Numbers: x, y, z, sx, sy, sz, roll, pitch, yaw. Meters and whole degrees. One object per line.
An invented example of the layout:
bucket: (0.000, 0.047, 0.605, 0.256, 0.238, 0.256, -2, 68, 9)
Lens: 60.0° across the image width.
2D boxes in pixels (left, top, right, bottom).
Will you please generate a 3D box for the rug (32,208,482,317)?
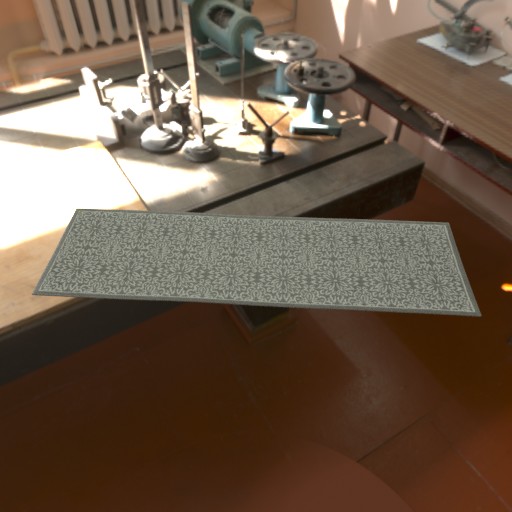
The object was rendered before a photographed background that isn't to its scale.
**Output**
rug: (0.000, 0.000, 2.383, 2.196, 0.011, 0.662, 2, 47, 2)
